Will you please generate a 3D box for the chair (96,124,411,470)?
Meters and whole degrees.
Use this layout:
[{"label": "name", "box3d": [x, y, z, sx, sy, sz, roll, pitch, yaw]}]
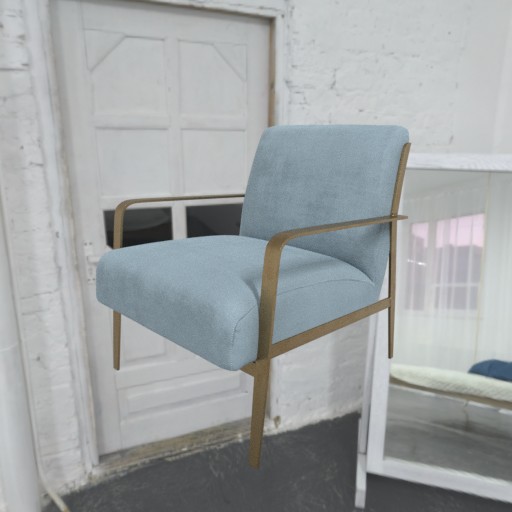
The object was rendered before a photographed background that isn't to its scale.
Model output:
[{"label": "chair", "box3d": [0.000, 0.000, 1.450, 0.701, 0.824, 0.842, 15, 22, 41]}]
